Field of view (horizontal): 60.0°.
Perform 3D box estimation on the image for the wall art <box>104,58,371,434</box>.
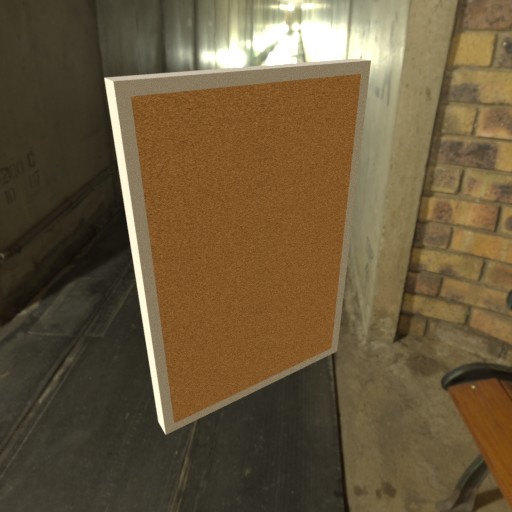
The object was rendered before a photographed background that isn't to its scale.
[{"bbox_3d":[0.000,0.000,0.836,0.450,0.657,0.038,-18,34,-28],"label":"wall art"}]
